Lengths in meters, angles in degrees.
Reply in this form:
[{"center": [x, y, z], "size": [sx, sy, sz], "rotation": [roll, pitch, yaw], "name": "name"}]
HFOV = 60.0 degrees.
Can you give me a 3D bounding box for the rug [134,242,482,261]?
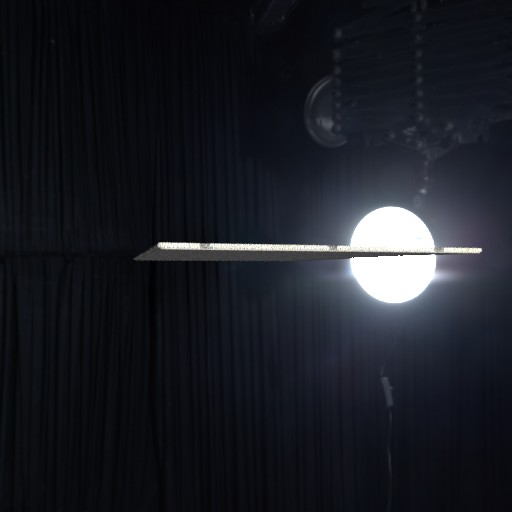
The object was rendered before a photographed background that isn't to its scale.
[{"center": [0.000, 0.000, 2.965], "size": [1.501, 0.024, 2.348], "rotation": [1, -2, -17], "name": "rug"}]
